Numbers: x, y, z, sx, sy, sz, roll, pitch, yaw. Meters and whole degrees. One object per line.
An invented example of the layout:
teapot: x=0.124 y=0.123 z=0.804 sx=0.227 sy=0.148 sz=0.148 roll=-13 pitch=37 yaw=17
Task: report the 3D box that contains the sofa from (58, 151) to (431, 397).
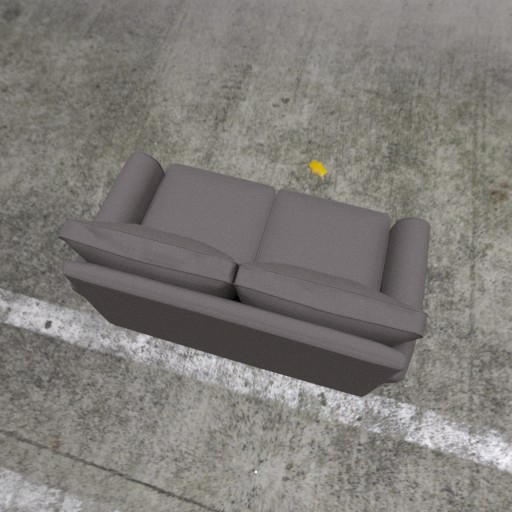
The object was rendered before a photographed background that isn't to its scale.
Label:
sofa: x=0.000 y=0.000 z=2.294 sx=1.665 sy=0.937 sz=0.964 roll=15 pitch=65 yaw=7
